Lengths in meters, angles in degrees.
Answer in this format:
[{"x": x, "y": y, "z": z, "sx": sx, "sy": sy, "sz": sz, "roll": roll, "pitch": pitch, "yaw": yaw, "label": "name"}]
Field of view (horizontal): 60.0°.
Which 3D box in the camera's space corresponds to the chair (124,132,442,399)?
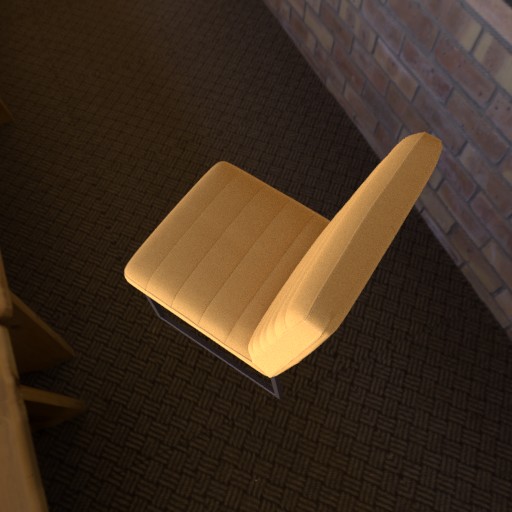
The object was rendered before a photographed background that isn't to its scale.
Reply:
[{"x": 0.000, "y": 0.000, "z": 1.305, "sx": 0.634, "sy": 0.930, "sz": 0.520, "roll": 31, "pitch": 67, "yaw": 14, "label": "chair"}]
